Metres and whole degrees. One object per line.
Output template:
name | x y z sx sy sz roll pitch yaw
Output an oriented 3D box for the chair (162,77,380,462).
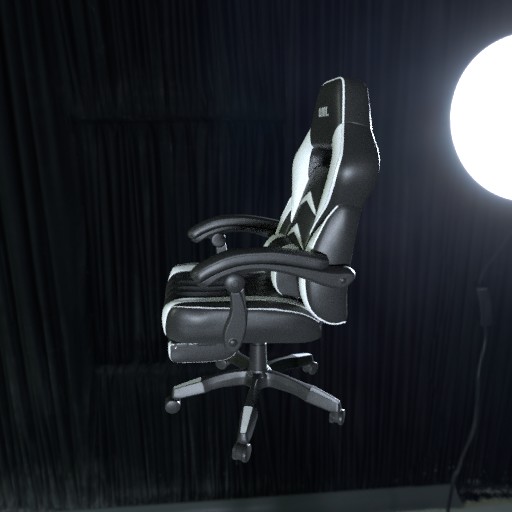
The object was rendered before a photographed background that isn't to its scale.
chair | 0.000 0.000 1.594 0.700 1.200 0.676 -2 15 -9
